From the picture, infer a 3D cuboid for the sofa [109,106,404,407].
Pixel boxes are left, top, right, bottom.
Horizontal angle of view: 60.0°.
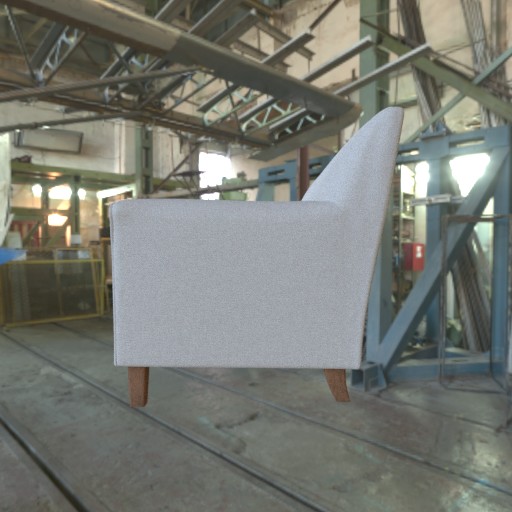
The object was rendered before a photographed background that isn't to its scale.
[{"bbox_3d":[0.000,0.000,2.008,0.888,0.890,1.482,0,1,2],"label":"sofa"}]
